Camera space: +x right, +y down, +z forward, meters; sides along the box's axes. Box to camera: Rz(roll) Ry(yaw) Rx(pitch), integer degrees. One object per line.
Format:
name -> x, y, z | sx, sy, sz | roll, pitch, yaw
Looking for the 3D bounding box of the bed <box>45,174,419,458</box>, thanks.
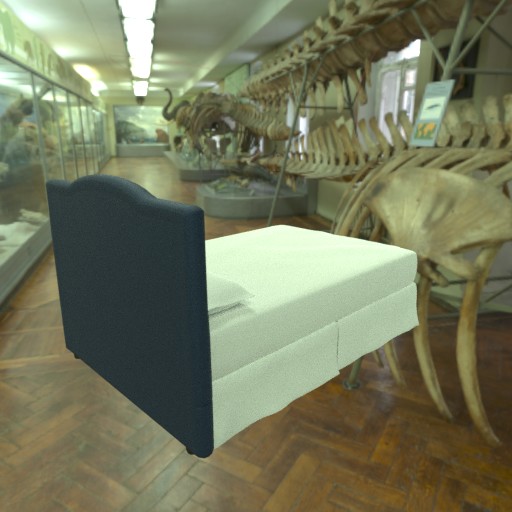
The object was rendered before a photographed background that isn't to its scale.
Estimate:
bed -> 0.000, 0.000, 3.530 | 2.507, 1.441, 1.741 | -15, 22, -42
